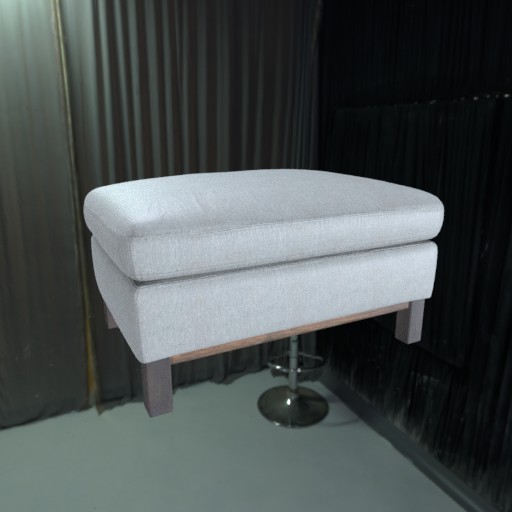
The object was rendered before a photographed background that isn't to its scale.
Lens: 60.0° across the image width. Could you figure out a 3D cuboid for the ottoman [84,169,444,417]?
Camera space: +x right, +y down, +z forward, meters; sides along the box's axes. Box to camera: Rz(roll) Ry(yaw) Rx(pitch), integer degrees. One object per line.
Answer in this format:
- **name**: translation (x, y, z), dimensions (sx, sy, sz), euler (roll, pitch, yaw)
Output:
- **ottoman**: translation (0.000, 0.000, 1.088), dimensions (0.735, 0.404, 0.528), euler (-8, 17, -26)
